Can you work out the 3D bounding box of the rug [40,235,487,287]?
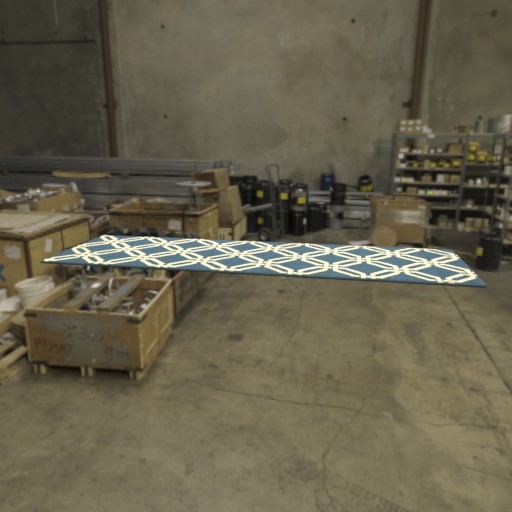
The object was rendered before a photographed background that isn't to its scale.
[{"bbox_3d":[0.000,0.000,2.545,2.276,0.014,0.678,3,15,10],"label":"rug"}]
